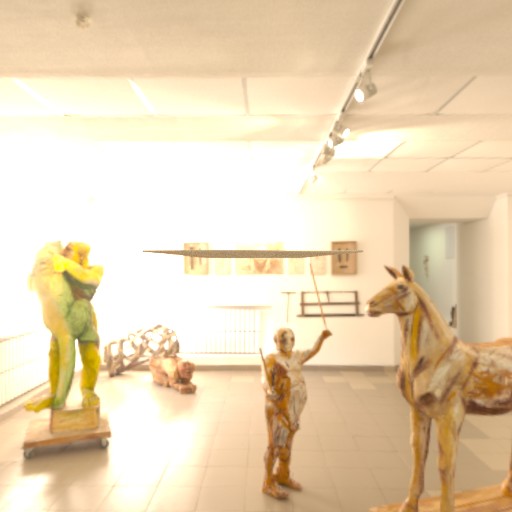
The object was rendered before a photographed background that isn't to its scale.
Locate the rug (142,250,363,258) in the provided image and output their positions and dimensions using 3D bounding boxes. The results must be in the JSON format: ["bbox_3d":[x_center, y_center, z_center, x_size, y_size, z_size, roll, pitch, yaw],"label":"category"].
[{"bbox_3d":[0.000,0.000,2.753,0.770,0.016,2.442,0,-1,1],"label":"rug"}]
